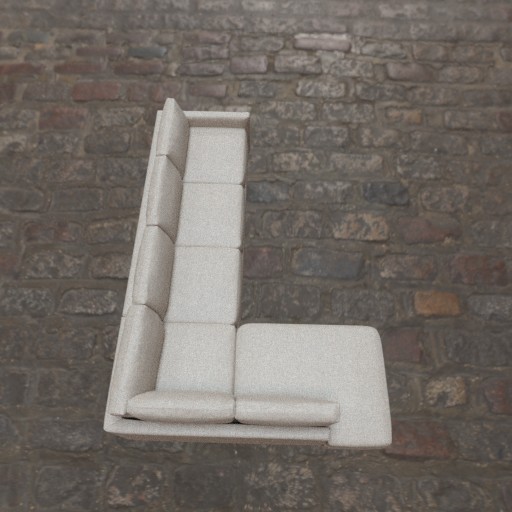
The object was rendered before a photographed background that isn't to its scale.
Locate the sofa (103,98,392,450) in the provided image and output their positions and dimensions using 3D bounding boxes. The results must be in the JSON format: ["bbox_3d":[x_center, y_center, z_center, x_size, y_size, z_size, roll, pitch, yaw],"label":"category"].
[{"bbox_3d":[0.000,0.000,3.077,1.617,0.703,2.423,1,63,1],"label":"sofa"}]
